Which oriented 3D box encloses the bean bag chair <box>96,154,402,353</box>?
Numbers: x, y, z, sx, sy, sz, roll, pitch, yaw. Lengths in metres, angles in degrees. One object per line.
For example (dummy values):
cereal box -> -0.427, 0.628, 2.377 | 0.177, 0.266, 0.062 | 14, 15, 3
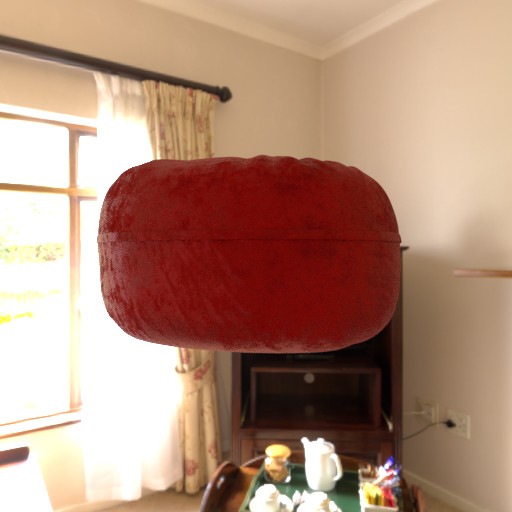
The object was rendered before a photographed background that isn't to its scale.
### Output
bean bag chair -> 0.000, 0.000, 2.450 | 1.524, 0.878, 1.524 | 0, 0, 17
